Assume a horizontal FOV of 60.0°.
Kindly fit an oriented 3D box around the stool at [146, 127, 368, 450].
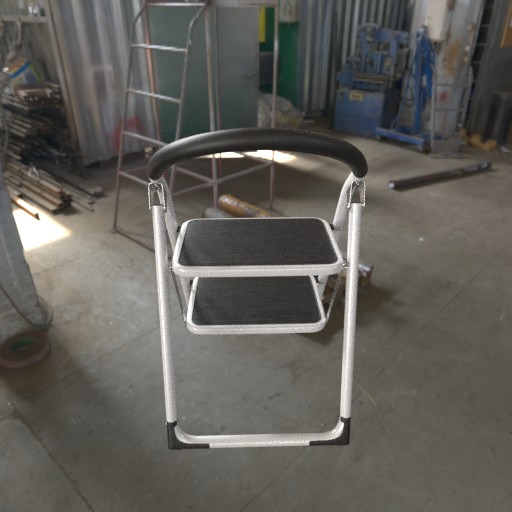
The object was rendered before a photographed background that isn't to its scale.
[{"bbox_3d":[0.000,0.000,1.125,0.453,0.760,0.559,-1,29,-2],"label":"stool"}]
